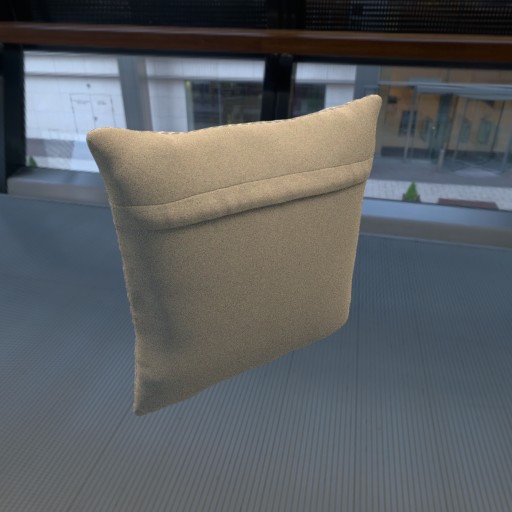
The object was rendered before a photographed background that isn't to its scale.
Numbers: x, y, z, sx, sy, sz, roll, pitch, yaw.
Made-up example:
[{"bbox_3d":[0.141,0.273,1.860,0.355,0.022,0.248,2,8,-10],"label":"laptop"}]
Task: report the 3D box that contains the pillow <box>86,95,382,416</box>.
[{"bbox_3d":[0.000,0.000,0.707,0.459,0.458,0.181,-18,33,-29],"label":"pillow"}]
